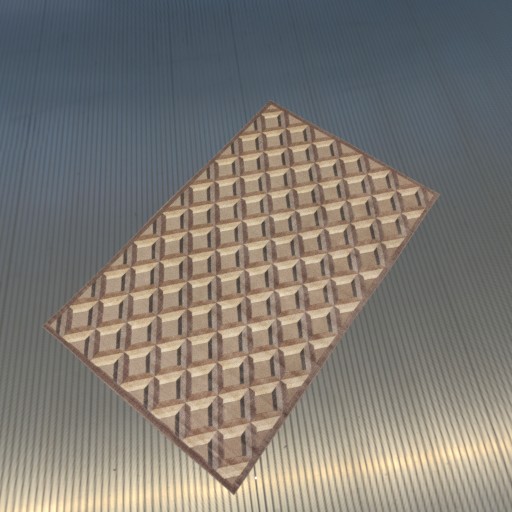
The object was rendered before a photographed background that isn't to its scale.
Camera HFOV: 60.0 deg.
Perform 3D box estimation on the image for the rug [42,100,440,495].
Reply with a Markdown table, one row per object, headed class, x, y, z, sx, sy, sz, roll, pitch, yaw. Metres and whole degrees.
| class | x | y | z | sx | sy | sz | roll | pitch | yaw |
| --- | --- | --- | --- | --- | --- | --- | --- | --- | --- |
| rug | 0.000 | 0.000 | 2.073 | 1.066 | 0.011 | 1.677 | 34 | 68 | 16 |
